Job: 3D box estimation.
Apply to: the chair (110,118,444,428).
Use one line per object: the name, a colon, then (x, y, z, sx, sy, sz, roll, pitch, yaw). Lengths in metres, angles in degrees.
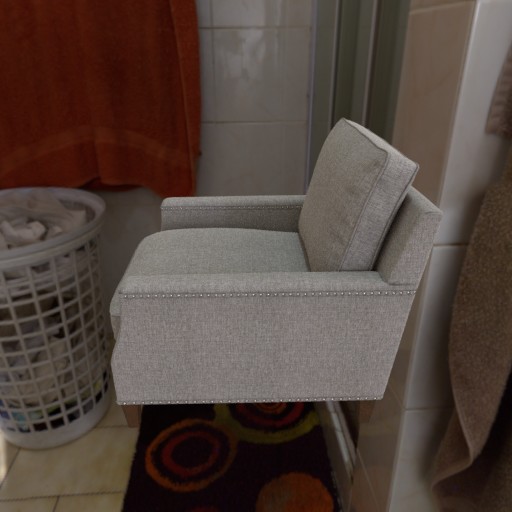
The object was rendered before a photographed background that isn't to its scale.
chair: (0.000, 0.000, 1.721, 1.014, 0.943, 0.853, -1, 26, -1)
